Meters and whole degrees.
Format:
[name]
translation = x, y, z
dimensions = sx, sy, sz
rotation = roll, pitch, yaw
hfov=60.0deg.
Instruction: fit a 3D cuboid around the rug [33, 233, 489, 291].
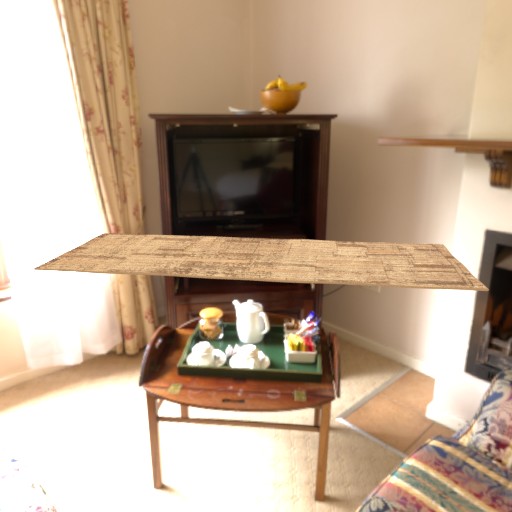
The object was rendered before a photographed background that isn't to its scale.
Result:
[rug]
translation = 0.000, 0.000, 2.688
dimensions = 2.383, 0.018, 0.857
rotation = 2, 17, 7
